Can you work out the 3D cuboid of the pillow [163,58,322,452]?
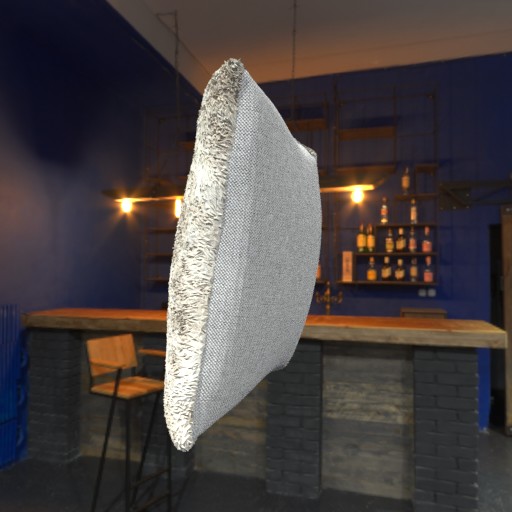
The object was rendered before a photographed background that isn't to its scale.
[{"bbox_3d":[0.000,0.000,0.809,0.218,0.515,0.529,-1,-2,18],"label":"pillow"}]
